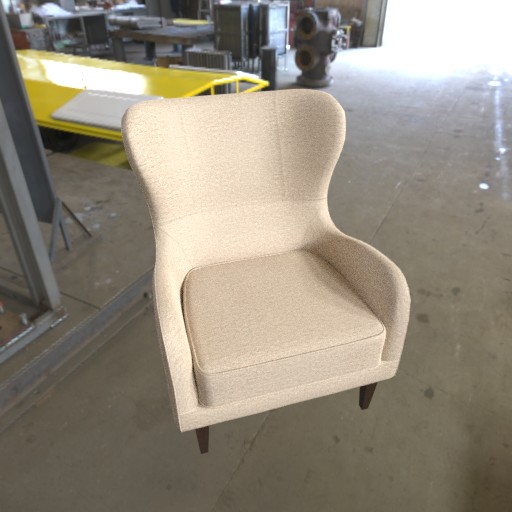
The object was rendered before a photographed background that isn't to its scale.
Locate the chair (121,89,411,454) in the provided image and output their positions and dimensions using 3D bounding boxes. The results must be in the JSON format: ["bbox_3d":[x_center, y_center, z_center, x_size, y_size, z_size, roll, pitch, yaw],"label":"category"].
[{"bbox_3d":[0.000,0.000,1.753,0.861,1.064,0.984,-10,35,-14],"label":"chair"}]
